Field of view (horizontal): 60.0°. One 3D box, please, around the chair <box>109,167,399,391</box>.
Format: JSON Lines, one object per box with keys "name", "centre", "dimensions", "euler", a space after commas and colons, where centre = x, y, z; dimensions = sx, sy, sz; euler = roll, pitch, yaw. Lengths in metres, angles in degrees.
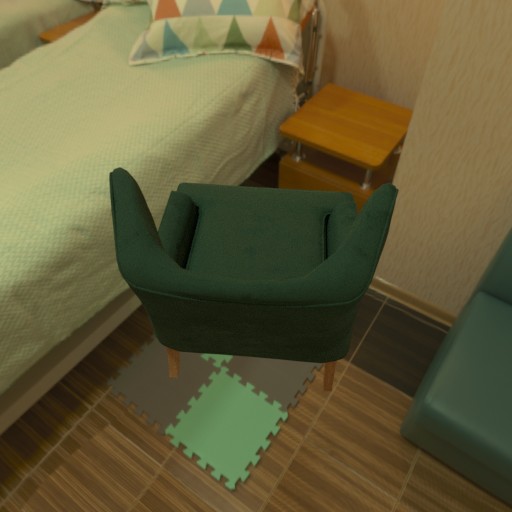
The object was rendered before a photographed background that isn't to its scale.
{"name": "chair", "centre": [0.000, 0.000, 1.642], "dimensions": [0.793, 0.952, 0.910], "euler": [4, 49, 3]}
